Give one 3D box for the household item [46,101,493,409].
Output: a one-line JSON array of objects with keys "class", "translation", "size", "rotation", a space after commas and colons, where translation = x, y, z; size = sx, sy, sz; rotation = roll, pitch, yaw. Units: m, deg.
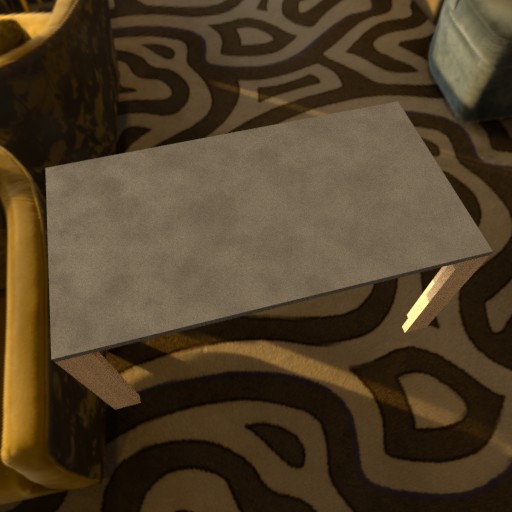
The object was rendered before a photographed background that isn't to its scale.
[{"class": "household item", "translation": [0.000, 0.000, 2.079], "size": [1.600, 0.755, 0.850], "rotation": [-13, 60, -8]}]
